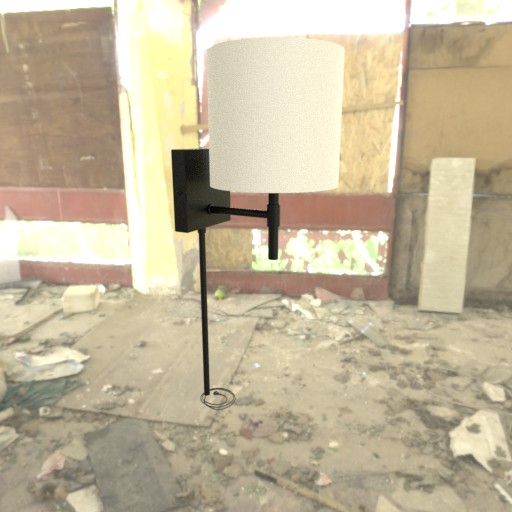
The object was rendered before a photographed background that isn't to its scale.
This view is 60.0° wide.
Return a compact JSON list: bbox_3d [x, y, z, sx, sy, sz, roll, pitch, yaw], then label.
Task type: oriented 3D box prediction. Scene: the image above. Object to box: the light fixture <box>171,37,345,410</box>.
[{"bbox_3d":[0.000,0.000,0.700,0.248,0.589,0.188,8,17,28],"label":"light fixture"}]
